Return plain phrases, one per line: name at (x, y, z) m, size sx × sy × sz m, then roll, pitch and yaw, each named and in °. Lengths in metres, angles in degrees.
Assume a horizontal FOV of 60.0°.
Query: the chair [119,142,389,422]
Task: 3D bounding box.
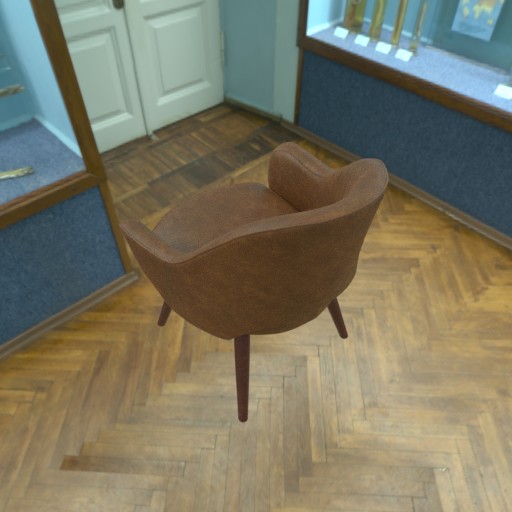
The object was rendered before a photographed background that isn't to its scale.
chair at (0.000, 0.000, 1.251) m, size 0.591 × 0.777 × 0.640 m, roll -32°, pitch 54°, yaw -27°
